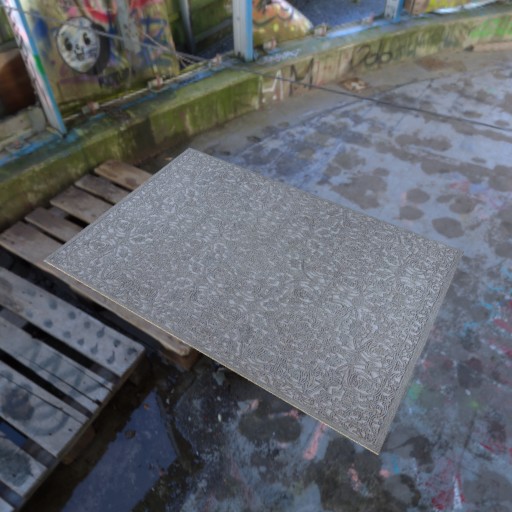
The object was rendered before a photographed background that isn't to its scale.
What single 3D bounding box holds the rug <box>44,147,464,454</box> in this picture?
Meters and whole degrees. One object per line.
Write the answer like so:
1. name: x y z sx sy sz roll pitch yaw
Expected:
1. rug: 0.000 0.000 2.316 1.827 0.006 1.221 25 52 21
